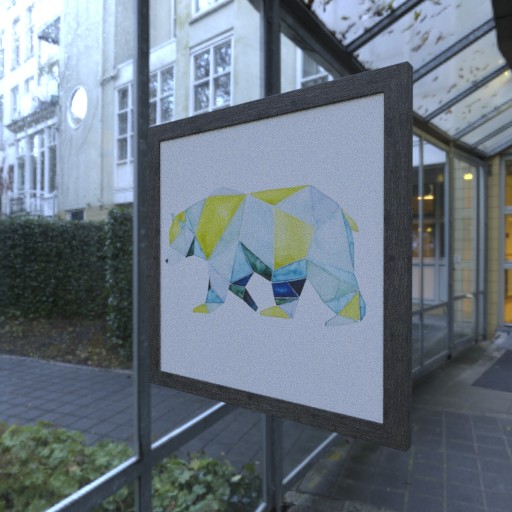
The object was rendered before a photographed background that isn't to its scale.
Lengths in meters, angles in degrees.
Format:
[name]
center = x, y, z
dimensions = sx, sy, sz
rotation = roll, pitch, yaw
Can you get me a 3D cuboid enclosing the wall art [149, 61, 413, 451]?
[wall art]
center = 0.000, 0.000, 0.669
dimensions = 0.462, 0.459, 0.027
rotation = 0, 1, 37
